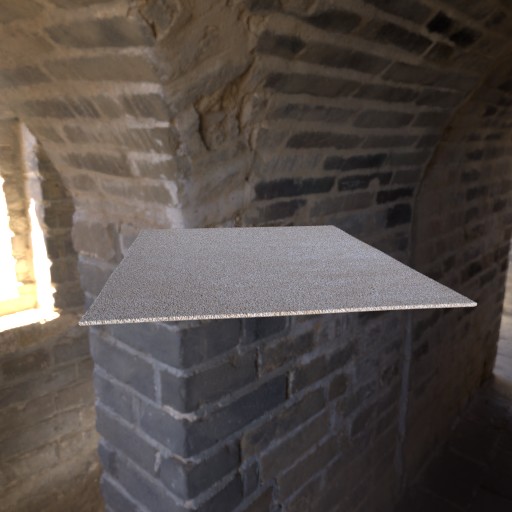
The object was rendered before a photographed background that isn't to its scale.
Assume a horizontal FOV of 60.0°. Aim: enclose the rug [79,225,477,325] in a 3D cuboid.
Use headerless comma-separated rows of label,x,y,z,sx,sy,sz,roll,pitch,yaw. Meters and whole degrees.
rug,0.000,0.000,4.078,2.400,0.026,3.000,-2,13,-7
